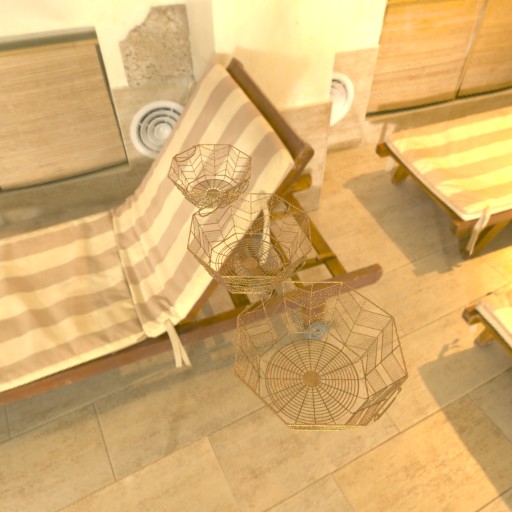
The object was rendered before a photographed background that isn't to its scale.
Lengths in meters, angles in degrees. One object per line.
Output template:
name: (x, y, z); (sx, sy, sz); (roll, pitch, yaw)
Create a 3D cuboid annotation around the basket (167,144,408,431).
basket: (0.000, 0.000, 1.398); (0.432, 0.178, 1.245); (-16, 49, -15)
